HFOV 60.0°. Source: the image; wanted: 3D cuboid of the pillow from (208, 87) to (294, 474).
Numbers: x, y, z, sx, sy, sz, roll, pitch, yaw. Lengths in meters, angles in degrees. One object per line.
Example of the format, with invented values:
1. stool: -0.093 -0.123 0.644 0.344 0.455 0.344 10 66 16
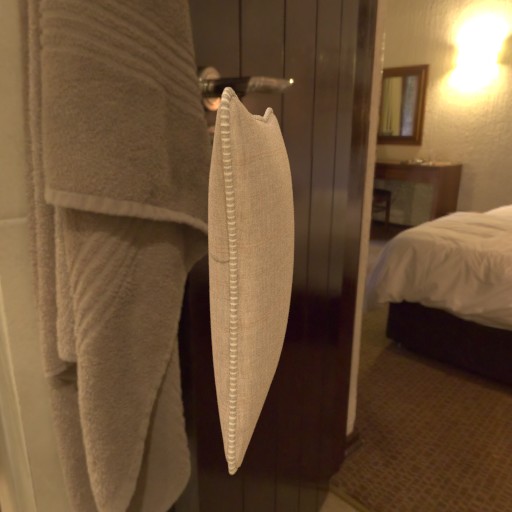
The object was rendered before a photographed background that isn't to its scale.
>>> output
1. pillow: 0.000 0.000 0.744 0.124 0.494 0.485 2 16 8
